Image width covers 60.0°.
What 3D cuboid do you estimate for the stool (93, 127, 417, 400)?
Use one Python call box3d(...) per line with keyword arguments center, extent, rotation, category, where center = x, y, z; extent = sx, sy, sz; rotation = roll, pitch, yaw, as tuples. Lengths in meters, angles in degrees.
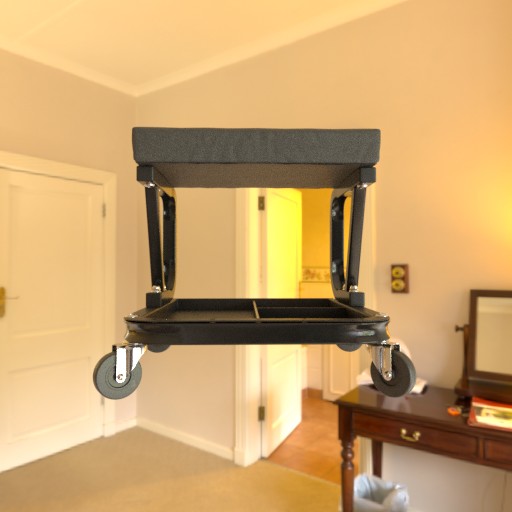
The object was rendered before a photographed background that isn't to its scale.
box3d(center=(0.000, 0.000, 0.734), extent=(0.446, 0.380, 0.371), rotation=(0, -1, -2), category="stool")
